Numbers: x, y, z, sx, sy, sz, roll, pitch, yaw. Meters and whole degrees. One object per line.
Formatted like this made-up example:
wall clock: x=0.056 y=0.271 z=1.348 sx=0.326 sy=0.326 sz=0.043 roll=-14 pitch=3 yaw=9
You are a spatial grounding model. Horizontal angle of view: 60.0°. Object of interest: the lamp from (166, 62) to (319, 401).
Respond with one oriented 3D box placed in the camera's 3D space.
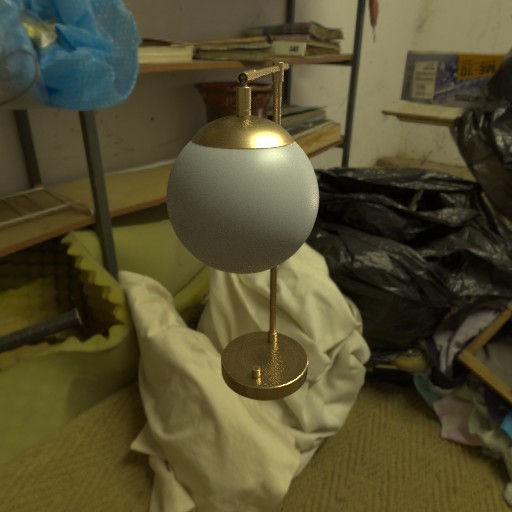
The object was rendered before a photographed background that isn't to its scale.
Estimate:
lamp: x=0.000 y=0.000 z=0.710 sx=0.207 sy=0.559 sz=0.324 roll=8 pitch=28 yaw=16
